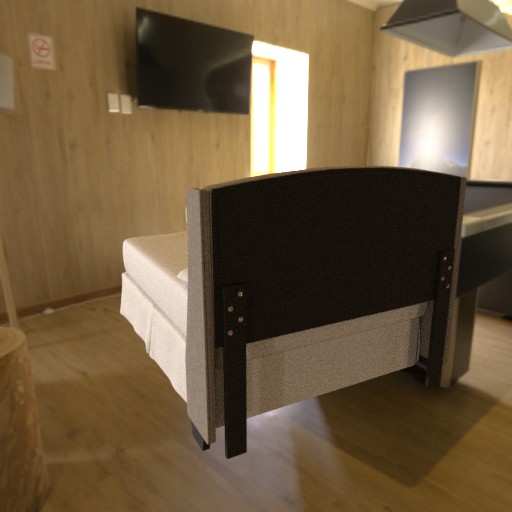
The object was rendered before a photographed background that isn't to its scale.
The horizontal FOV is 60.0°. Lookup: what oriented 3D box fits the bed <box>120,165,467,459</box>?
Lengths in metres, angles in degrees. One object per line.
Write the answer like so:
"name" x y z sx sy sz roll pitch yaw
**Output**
"bed" 0.000 0.000 3.333 1.710 1.407 2.237 -7 16 -27
